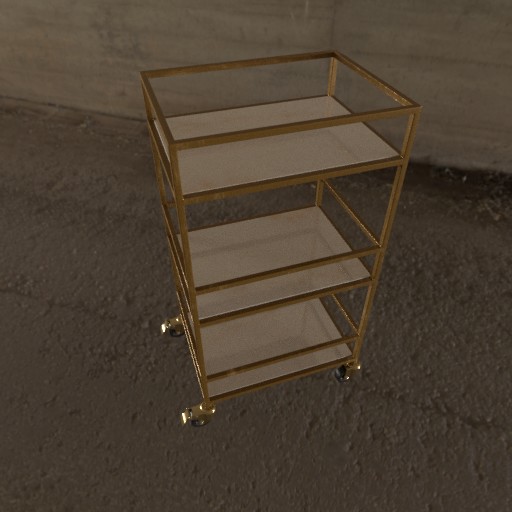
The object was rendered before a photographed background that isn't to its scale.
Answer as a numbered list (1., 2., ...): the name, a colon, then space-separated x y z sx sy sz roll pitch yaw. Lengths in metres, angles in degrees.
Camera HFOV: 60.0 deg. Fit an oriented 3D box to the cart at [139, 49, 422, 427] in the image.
1. cart: 0.000 0.000 1.009 0.483 0.761 0.332 -13 43 -14
